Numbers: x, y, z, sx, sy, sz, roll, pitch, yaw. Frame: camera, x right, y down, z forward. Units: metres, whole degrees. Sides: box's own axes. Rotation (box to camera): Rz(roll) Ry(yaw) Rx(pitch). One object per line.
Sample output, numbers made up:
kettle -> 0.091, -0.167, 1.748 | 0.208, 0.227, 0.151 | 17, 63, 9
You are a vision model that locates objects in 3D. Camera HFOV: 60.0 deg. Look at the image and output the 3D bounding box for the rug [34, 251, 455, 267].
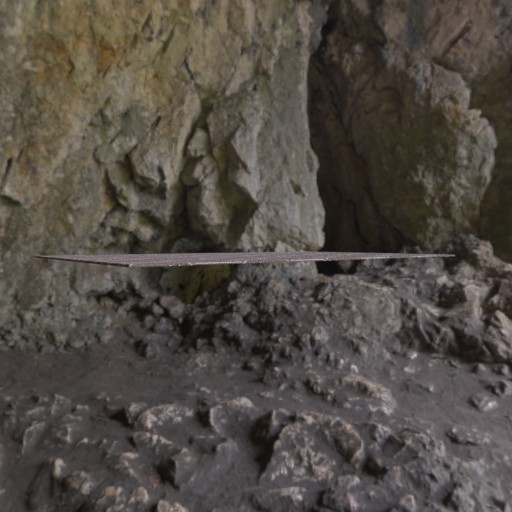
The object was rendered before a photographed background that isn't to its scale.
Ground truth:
rug -> 0.000, 0.000, 3.037 | 2.457, 0.012, 1.541 | -1, 2, -38
